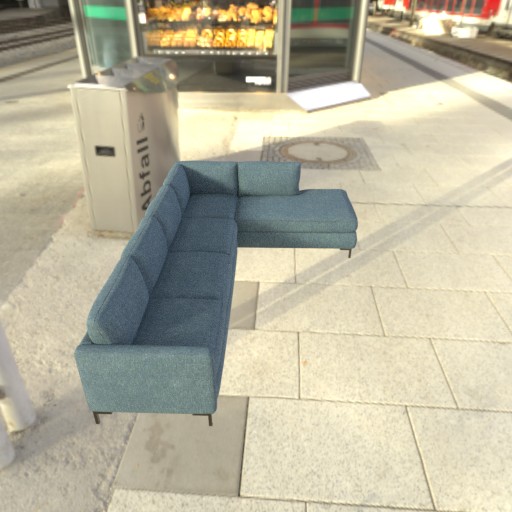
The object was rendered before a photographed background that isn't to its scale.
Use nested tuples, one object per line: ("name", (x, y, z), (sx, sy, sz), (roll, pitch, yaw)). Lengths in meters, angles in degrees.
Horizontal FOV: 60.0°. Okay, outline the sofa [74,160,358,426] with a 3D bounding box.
("sofa", (0.000, 0.000, 3.828), (2.007, 0.815, 2.949), (1, 31, 1))
